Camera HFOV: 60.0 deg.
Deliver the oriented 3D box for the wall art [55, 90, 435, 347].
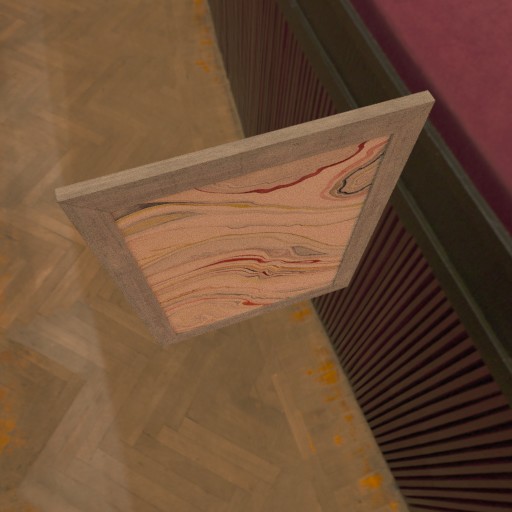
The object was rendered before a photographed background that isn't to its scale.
[{"bbox_3d":[0.000,0.000,0.812,0.481,0.613,0.020,-17,64,-8],"label":"wall art"}]
